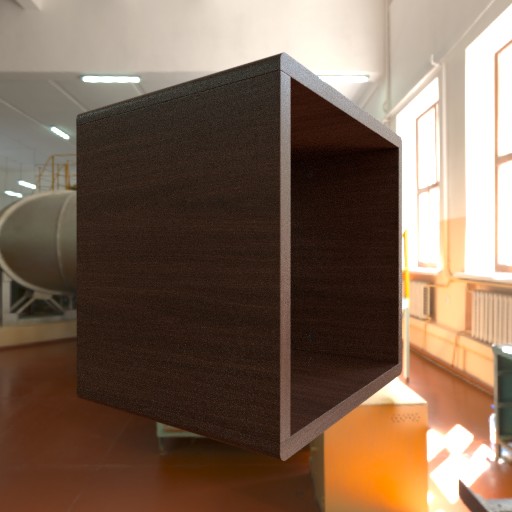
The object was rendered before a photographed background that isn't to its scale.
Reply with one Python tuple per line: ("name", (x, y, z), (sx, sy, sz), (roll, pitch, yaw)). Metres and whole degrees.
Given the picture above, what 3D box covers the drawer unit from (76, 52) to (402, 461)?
("drawer unit", (0.000, 0.000, 0.600), (0.290, 0.351, 0.349), (0, 0, 35))
